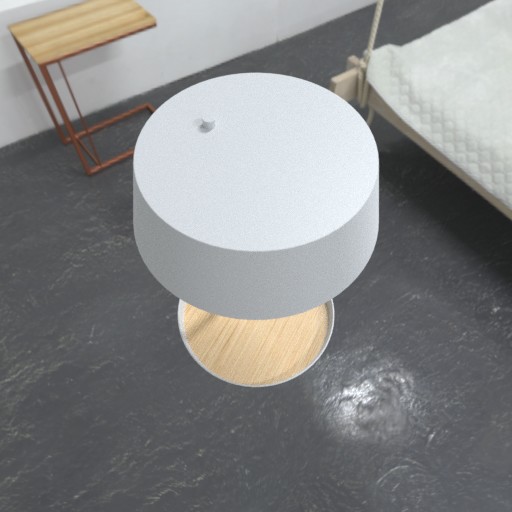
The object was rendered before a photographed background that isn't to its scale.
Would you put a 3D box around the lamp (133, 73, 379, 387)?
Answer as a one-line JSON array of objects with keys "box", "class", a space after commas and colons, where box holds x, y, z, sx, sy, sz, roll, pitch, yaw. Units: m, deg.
[{"box": [0.000, 0.000, 0.624, 0.291, 0.429, 0.291, 0, 58, 0], "class": "lamp"}]
